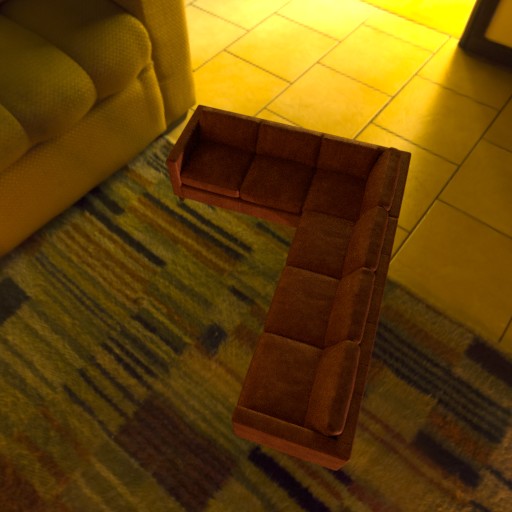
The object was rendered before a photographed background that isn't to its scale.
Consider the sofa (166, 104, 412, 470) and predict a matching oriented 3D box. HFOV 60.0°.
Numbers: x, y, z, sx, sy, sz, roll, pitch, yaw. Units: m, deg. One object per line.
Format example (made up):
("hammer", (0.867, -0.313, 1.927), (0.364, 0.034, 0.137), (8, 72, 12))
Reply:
("sofa", (0.000, 0.000, 4.331), (2.438, 0.838, 3.150), (16, 60, 9))
